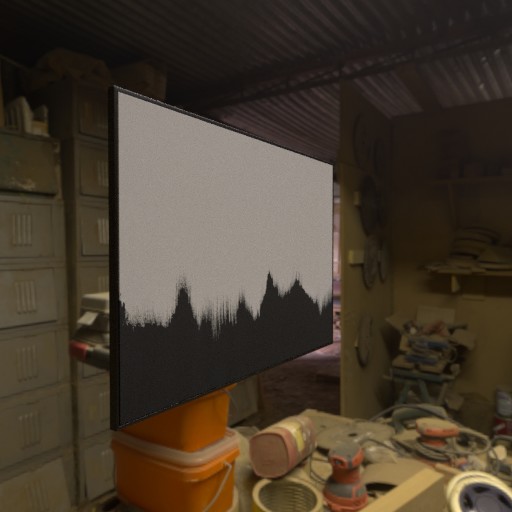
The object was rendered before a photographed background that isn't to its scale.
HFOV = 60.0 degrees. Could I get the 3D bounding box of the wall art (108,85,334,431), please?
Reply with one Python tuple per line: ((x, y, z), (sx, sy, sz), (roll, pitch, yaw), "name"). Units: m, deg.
((0.000, 0.000, 1.241), (0.019, 0.660, 0.957), (1, 1, 35), "wall art")
